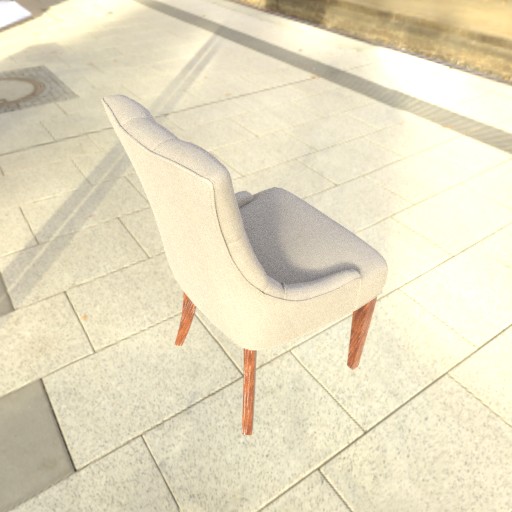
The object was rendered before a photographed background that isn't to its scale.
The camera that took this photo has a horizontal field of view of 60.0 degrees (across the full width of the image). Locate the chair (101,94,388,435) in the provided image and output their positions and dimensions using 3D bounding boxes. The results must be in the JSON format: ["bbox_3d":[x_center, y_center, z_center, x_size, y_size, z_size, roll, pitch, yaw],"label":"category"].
[{"bbox_3d":[0.000,0.000,1.209,0.565,0.874,0.509,-26,46,-27],"label":"chair"}]
